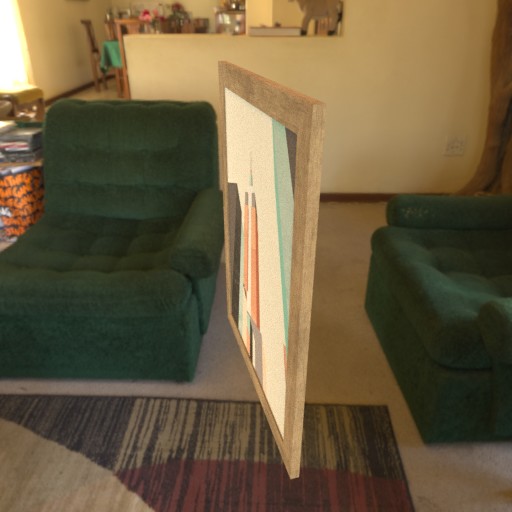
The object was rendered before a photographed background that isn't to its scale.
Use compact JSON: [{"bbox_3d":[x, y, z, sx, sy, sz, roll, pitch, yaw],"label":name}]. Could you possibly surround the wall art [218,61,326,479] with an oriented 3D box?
[{"bbox_3d":[0.000,0.000,0.905,0.018,0.686,0.534,-8,30,-14],"label":"wall art"}]
